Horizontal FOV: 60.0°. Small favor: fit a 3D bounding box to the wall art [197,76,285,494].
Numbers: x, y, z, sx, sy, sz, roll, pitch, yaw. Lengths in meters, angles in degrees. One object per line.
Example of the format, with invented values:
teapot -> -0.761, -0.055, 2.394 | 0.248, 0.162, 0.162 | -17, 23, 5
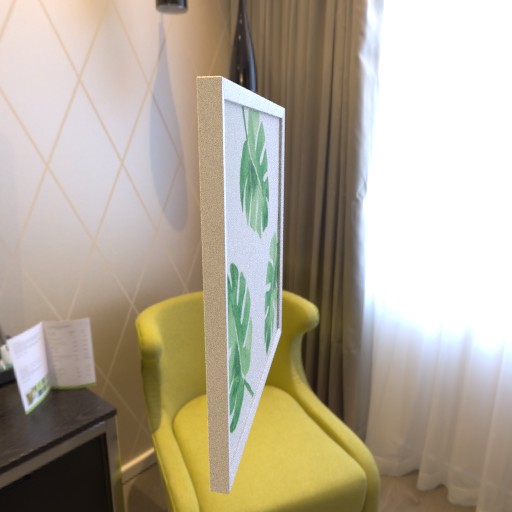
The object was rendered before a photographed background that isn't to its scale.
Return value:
wall art -> 0.000, 0.000, 1.131 | 0.040, 0.762, 0.762 | 3, 15, 10
